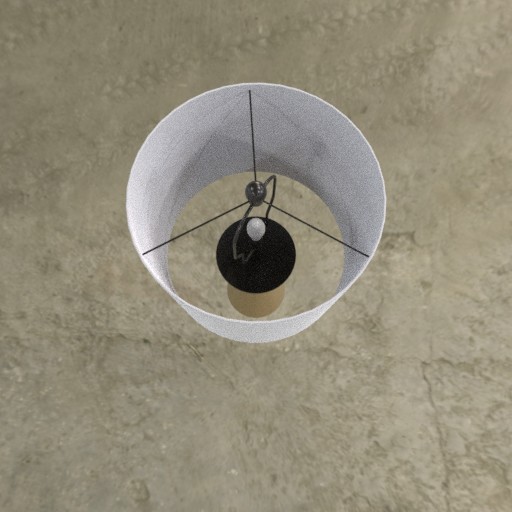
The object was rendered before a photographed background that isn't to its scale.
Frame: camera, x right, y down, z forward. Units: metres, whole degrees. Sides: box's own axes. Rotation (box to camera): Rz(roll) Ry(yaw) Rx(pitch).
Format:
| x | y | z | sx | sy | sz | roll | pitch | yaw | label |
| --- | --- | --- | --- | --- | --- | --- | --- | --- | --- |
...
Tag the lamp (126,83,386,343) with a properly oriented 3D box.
| x | y | z | sx | sy | sz | roll | pitch | yaw | label |
| --- | --- | --- | --- | --- | --- | --- | --- | --- | --- |
| 0.000 | 0.000 | 0.775 | 0.304 | 0.573 | 0.304 | 29 | 76 | 8 | lamp |
